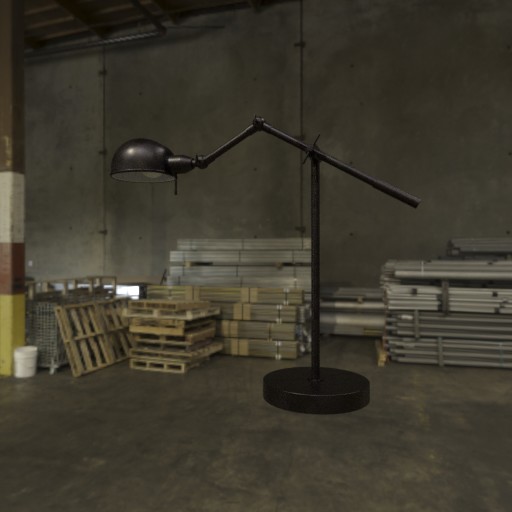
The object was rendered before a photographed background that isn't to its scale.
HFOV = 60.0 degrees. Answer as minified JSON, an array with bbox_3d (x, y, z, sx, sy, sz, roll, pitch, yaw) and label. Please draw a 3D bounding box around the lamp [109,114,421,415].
[{"bbox_3d":[0.000,0.000,0.814,0.567,0.495,0.185,0,0,17],"label":"lamp"}]
